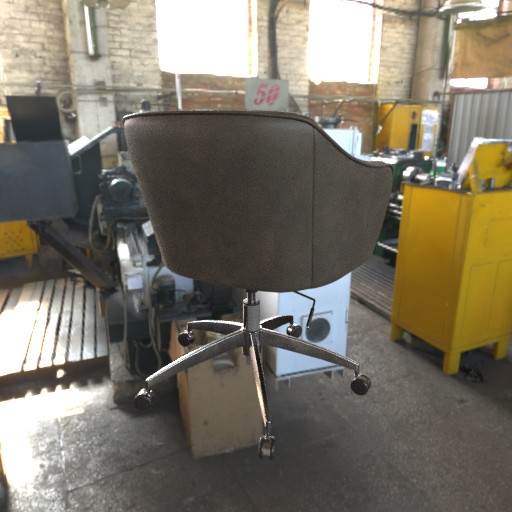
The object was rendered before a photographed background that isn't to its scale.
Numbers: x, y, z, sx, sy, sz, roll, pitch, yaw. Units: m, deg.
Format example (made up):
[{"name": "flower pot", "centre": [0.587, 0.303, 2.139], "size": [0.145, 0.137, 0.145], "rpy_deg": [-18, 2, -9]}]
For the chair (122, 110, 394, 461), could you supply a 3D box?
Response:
[{"name": "chair", "centre": [0.000, 0.000, 1.338], "size": [0.713, 0.827, 0.689], "rpy_deg": [9, 19, 26]}]
